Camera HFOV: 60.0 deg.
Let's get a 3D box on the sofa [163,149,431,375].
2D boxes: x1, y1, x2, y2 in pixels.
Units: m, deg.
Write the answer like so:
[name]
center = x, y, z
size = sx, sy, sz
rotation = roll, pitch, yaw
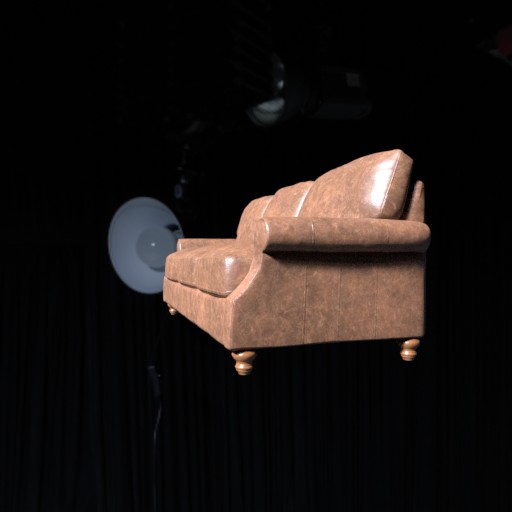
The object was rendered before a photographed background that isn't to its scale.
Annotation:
[sofa]
center = 0.000, 0.000, 2.923
size = 0.973, 0.977, 2.351
rotation = 0, 0, -19
